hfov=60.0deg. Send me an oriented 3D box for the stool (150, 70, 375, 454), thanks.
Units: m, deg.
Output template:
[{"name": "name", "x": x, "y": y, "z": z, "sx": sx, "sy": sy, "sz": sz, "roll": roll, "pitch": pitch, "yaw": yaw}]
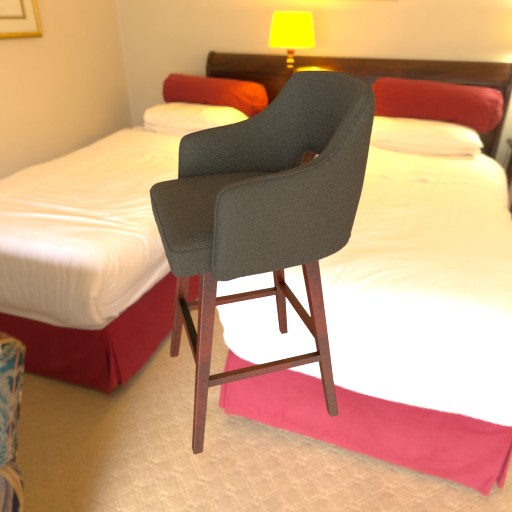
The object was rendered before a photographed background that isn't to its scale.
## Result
[{"name": "stool", "x": 0.000, "y": 0.000, "z": 1.348, "sx": 0.558, "sy": 1.012, "sz": 0.548, "roll": -9, "pitch": 30, "yaw": -16}]
